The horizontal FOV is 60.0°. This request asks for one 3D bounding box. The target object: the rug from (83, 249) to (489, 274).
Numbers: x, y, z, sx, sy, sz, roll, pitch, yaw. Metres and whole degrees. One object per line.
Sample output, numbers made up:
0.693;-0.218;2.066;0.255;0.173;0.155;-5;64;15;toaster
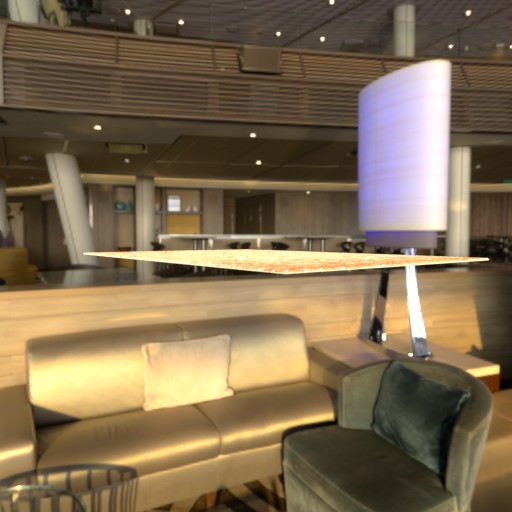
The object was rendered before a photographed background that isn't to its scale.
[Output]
0.000;0.000;2.327;1.219;0.011;1.829;-2;3;-38;rug
